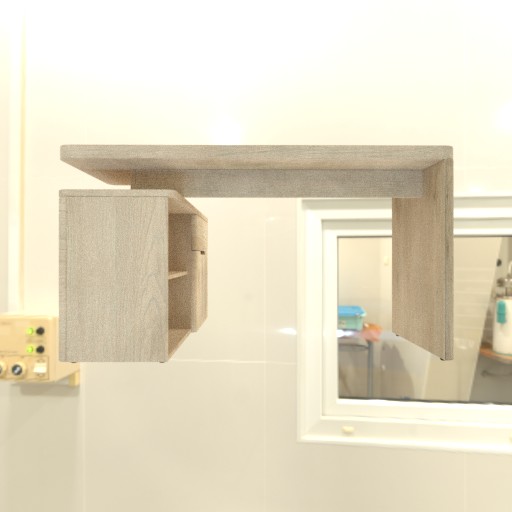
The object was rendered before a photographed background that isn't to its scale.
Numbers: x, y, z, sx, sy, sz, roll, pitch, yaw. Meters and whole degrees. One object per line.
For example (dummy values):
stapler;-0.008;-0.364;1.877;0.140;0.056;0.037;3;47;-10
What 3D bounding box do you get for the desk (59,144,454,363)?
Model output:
desk;0.000;0.000;2.127;1.400;0.770;1.175;0;0;-1
